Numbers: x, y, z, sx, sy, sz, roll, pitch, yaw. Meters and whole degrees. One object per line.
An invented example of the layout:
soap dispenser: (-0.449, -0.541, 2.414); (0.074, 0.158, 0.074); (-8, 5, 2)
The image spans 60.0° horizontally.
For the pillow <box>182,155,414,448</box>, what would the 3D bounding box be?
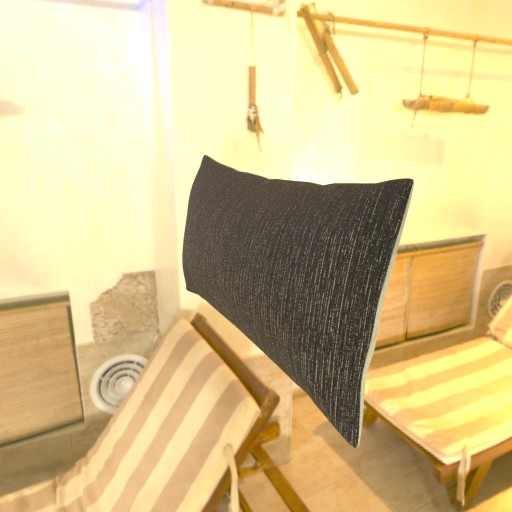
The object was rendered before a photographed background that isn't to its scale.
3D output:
pillow: (0.000, 0.000, 0.741); (0.156, 0.305, 0.608); (-8, 17, -26)
